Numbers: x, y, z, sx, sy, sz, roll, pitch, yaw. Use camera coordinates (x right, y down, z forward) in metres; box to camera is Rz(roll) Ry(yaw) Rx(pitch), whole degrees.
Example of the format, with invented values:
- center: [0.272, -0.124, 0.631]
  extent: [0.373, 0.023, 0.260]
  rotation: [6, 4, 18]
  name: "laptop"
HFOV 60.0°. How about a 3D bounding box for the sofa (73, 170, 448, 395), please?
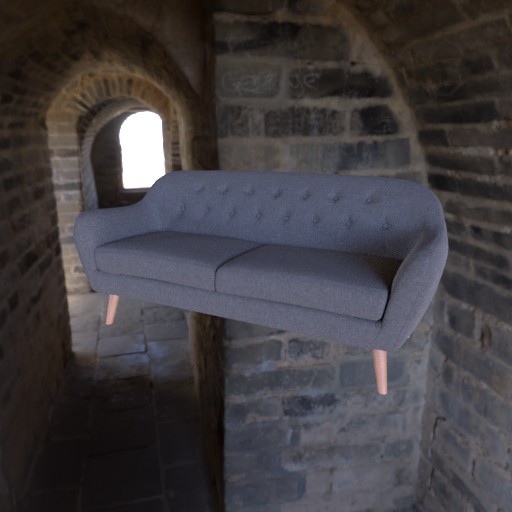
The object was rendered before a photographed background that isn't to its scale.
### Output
- center: [0.000, 0.000, 2.320]
  extent: [1.840, 0.820, 0.820]
  rotation: [8, 17, 27]
  name: "sofa"
